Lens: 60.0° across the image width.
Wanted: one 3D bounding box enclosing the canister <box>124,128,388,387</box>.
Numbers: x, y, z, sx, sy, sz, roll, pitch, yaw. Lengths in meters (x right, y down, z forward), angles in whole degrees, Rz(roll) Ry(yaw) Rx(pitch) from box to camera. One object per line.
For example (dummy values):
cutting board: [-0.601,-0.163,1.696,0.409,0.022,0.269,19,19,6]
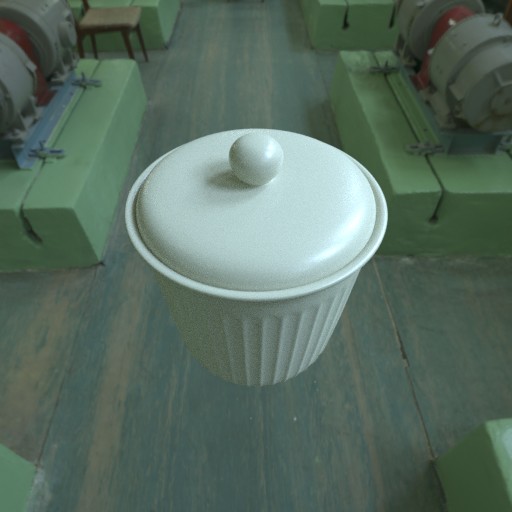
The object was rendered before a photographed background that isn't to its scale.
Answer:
canister: [0.000,0.000,0.353,0.181,0.211,0.181,0,46,0]
